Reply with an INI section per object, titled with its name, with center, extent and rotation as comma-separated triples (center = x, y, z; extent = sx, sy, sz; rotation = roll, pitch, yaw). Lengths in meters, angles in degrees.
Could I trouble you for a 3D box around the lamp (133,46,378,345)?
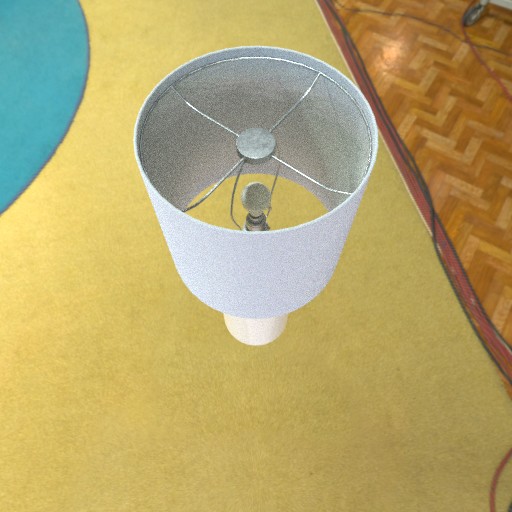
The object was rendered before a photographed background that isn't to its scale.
[lamp]
center = 0.000, 0.000, 0.605
extent = 0.212, 0.493, 0.212
rotation = 35, 68, 16
